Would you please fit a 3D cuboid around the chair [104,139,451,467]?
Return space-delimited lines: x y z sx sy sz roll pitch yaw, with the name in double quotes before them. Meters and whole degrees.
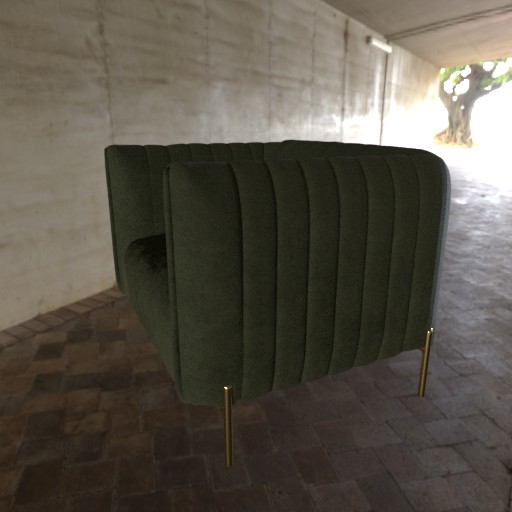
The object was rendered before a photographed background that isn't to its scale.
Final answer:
"chair" 0.000 0.000 1.614 0.877 0.794 1.032 -8 19 -25
